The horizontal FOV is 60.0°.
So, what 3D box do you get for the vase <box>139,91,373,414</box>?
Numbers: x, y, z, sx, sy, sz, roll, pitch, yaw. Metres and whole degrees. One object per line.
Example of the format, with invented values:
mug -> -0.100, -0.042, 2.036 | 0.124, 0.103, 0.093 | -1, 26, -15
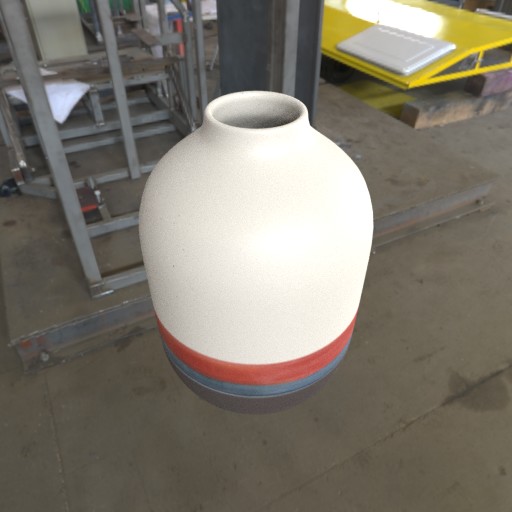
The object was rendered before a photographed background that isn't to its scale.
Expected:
vase -> 0.000, 0.000, 0.349 | 0.169, 0.237, 0.169 | 0, 40, 0
